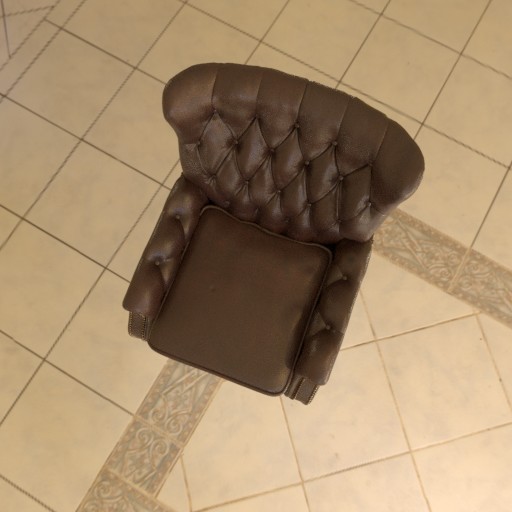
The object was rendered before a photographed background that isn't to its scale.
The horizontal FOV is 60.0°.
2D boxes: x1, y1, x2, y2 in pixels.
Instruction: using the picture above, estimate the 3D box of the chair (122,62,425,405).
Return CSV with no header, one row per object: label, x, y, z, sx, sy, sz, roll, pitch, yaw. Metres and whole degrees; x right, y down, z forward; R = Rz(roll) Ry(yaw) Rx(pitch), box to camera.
chair,0.000,0.000,1.482,0.709,0.864,0.823,20,77,5
